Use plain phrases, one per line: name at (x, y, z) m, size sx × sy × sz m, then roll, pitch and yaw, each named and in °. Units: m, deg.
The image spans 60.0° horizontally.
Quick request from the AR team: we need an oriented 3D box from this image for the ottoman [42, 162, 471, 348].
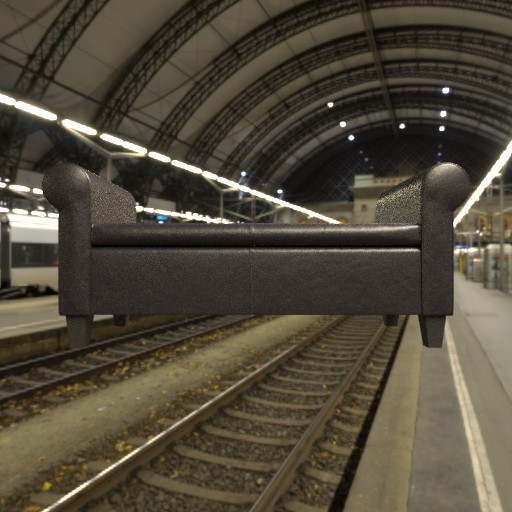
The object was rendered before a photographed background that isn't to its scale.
ottoman at (0.000, 0.000, 1.544) m, size 1.256 × 0.547 × 0.521 m, roll 0°, pitch 0°, yaw 0°
